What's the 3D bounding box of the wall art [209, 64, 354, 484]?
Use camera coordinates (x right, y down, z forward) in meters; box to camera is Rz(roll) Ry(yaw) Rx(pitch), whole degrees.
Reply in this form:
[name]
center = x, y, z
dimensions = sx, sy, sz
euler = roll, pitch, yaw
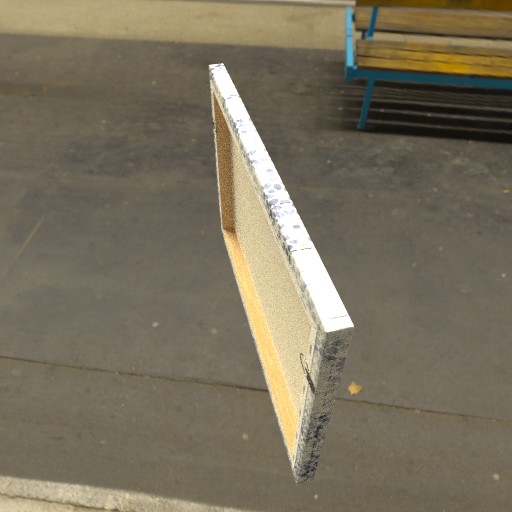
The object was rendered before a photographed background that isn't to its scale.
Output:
[wall art]
center = 0.000, 0.000, 0.749
dimensions = 0.030, 0.406, 0.608
euler = -10, 46, -10
